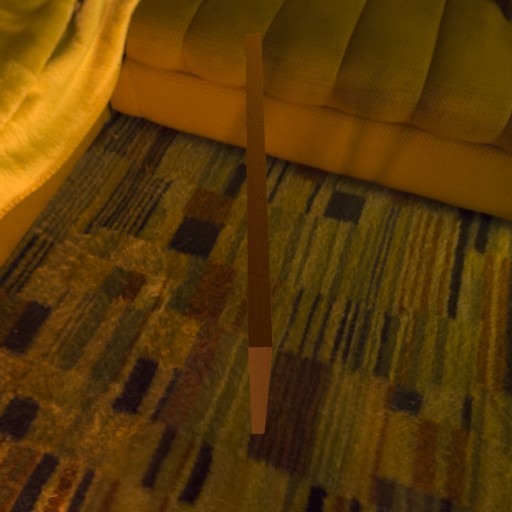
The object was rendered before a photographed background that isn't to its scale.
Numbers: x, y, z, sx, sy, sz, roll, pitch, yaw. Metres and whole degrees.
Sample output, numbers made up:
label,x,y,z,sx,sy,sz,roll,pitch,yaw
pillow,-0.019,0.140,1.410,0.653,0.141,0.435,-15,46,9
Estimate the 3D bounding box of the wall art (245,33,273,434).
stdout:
label,x,y,z,sx,sy,sz,roll,pitch,yaw
wall art,0.000,0.000,1.177,0.036,0.765,0.767,-1,59,-1
